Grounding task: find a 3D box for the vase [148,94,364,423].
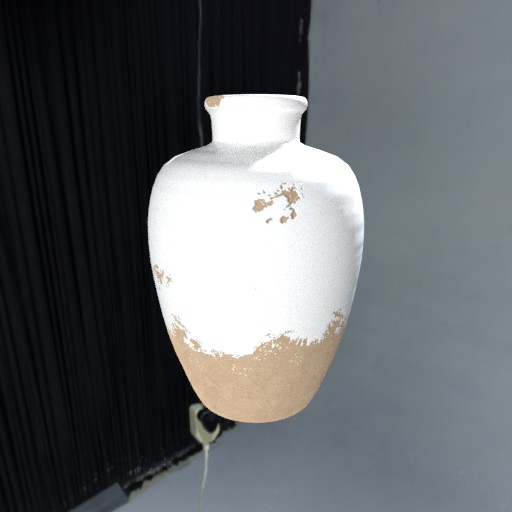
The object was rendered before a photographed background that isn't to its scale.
[{"bbox_3d":[0.000,0.000,0.339,0.158,0.228,0.158,0,16,0],"label":"vase"}]
